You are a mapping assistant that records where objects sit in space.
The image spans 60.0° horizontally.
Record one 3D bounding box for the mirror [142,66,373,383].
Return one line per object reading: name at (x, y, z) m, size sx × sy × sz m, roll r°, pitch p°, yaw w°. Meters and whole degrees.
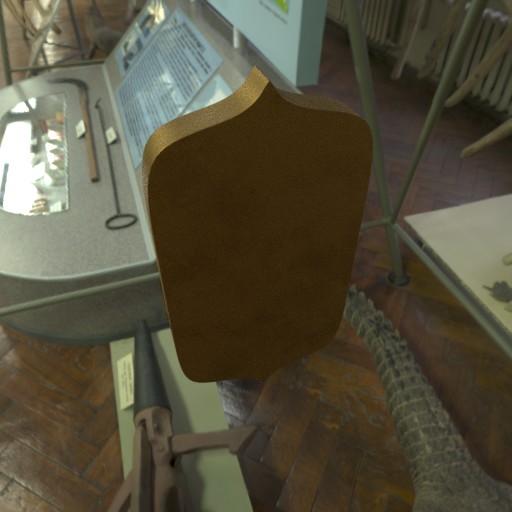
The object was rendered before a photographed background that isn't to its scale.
mirror at (0.000, 0.000, 0.741) m, size 0.323 × 0.613 × 0.096 m, roll -13°, pitch 43°, yaw -14°
